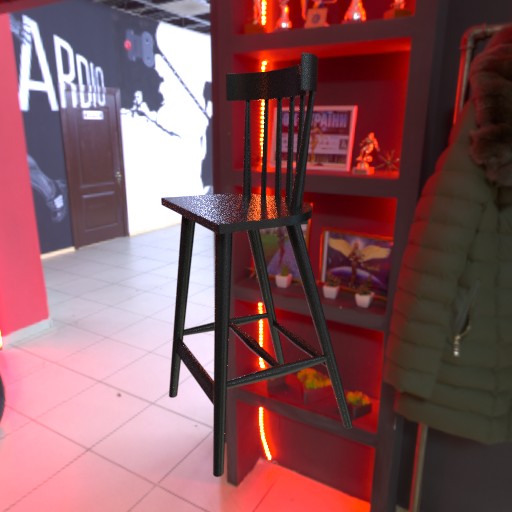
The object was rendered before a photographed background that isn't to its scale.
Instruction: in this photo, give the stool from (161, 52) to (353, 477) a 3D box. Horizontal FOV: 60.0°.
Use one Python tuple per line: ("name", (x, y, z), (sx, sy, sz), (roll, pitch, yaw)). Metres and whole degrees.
("stool", (0.000, 0.000, 1.365), (0.483, 1.092, 0.482), (-8, 18, -26))
